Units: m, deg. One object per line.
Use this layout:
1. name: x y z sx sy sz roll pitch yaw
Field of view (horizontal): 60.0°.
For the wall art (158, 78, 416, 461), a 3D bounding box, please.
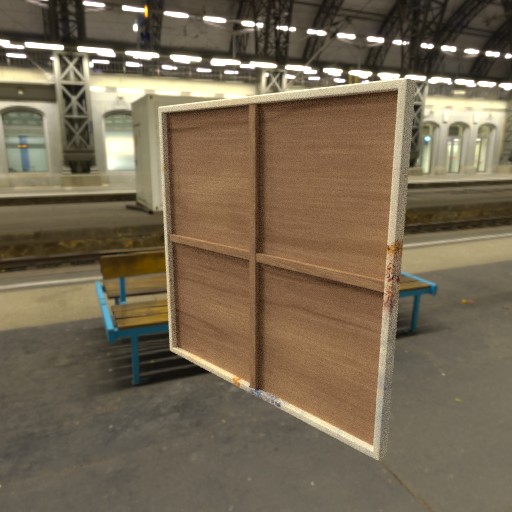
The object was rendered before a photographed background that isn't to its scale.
1. wall art: 0.000 0.000 1.305 0.889 0.889 0.038 13 19 43
